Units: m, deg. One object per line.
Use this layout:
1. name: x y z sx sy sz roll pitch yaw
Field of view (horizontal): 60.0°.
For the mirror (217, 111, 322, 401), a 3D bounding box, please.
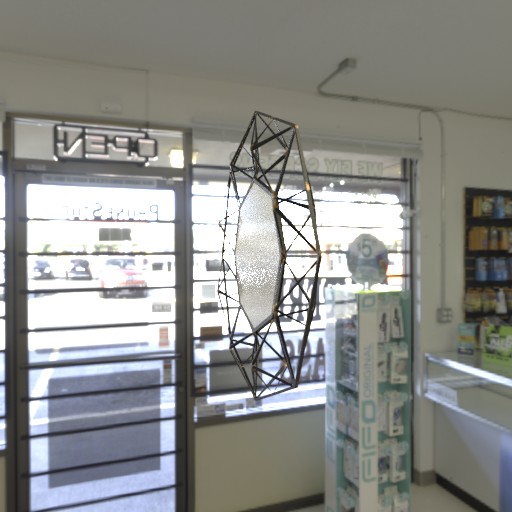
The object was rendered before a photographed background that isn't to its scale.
1. mirror: 0.000 0.000 1.085 0.094 0.710 0.710 0 0 -18
